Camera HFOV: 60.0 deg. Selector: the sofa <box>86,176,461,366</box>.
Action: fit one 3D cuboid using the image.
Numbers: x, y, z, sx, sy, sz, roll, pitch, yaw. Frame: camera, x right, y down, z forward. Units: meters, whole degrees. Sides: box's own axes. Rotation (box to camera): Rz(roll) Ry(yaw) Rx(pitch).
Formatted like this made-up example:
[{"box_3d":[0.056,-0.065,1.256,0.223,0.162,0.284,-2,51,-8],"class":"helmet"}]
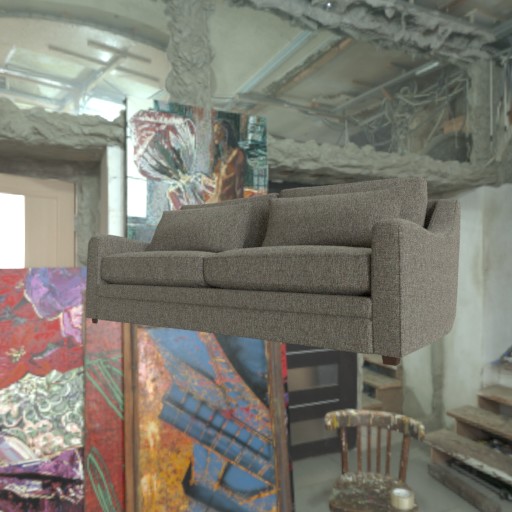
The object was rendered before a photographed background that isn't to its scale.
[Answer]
[{"box_3d":[0.000,0.000,3.042,2.418,0.998,1.103,0,-1,36],"class":"sofa"}]
